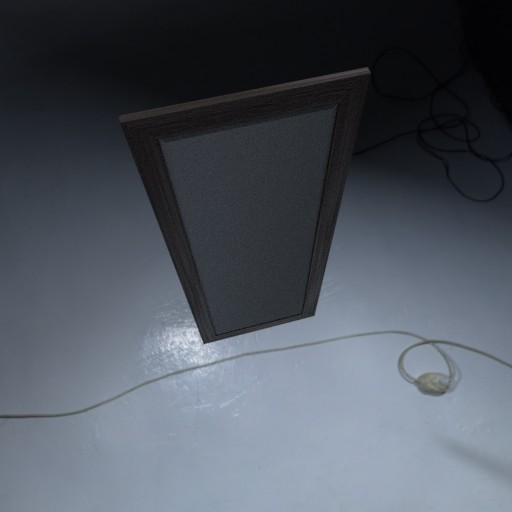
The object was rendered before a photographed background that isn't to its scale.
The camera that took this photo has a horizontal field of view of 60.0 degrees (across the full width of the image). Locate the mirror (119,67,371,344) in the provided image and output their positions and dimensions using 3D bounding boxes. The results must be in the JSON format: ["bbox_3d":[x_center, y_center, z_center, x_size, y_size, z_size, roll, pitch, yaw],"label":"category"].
[{"bbox_3d":[0.000,0.000,2.273,0.812,2.020,0.221,-13,66,-6],"label":"mirror"}]
